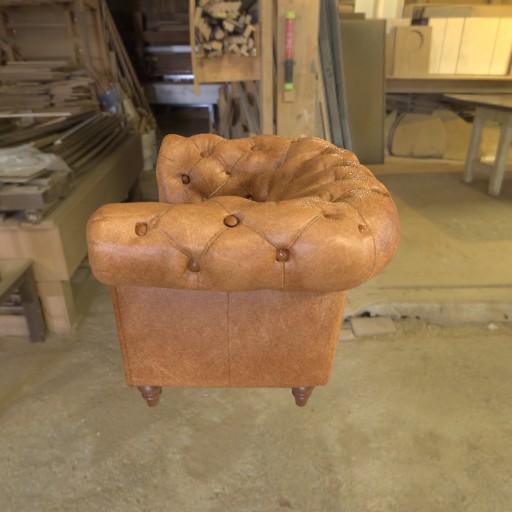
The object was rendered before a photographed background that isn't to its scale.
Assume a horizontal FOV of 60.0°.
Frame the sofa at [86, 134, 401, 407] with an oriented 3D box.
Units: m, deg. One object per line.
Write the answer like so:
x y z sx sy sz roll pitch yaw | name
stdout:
0.000 0.000 1.968 1.033 0.878 1.405 0 25 0 | sofa
